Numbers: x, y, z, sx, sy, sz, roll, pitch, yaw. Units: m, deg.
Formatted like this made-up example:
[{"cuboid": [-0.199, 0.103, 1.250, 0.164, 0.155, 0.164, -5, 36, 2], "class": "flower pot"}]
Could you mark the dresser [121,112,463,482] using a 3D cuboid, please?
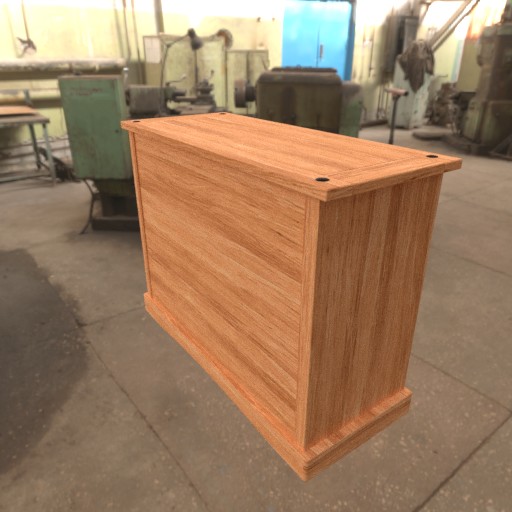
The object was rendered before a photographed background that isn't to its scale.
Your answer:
[{"cuboid": [0.000, 0.000, 1.384, 0.410, 0.740, 0.990, -17, 30, -32], "class": "dresser"}]
